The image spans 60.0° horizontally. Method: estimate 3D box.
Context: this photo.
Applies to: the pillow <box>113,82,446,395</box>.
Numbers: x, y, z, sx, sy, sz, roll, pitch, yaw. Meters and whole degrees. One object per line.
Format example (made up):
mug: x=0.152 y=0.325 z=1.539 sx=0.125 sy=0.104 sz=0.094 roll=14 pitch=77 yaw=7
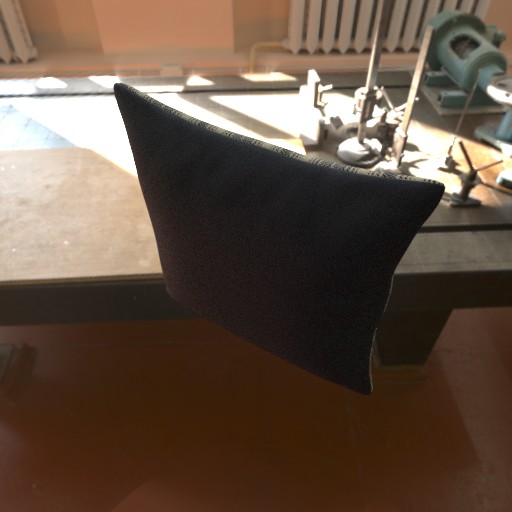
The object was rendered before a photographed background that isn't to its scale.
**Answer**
pillow: x=0.000 y=0.000 z=0.781 sx=0.520 sy=0.508 sz=0.166 roll=24 pitch=50 yaw=22
